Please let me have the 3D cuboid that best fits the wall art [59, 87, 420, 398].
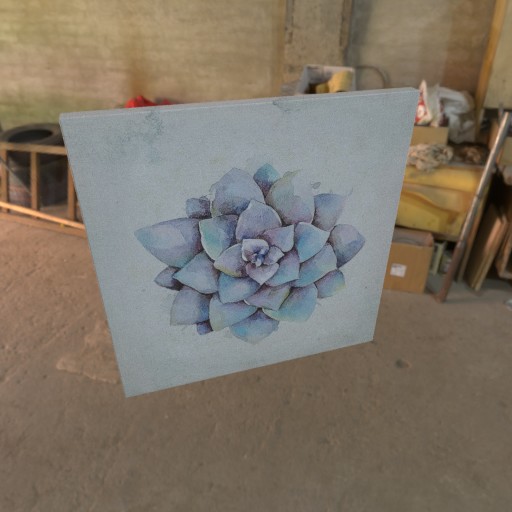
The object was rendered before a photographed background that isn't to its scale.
[{"bbox_3d":[0.000,0.000,1.120,0.762,0.762,0.038,-9,34,-14],"label":"wall art"}]
